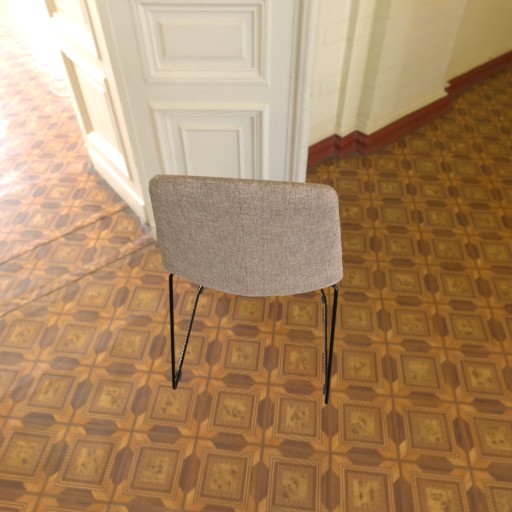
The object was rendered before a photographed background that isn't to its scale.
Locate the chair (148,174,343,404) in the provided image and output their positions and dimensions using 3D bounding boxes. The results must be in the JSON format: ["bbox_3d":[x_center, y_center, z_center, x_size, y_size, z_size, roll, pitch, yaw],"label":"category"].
[{"bbox_3d":[0.000,0.000,1.175,0.479,0.858,0.518,4,46,4],"label":"chair"}]
